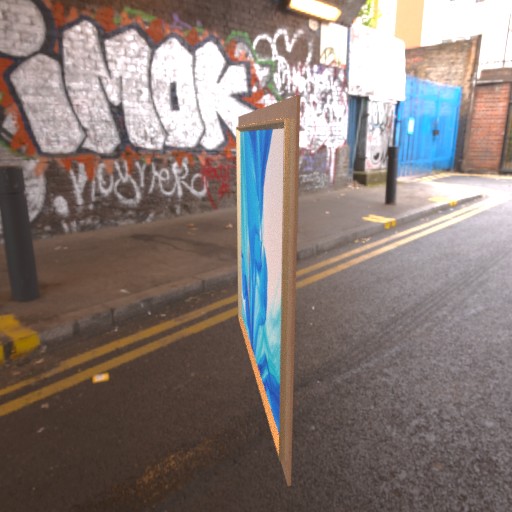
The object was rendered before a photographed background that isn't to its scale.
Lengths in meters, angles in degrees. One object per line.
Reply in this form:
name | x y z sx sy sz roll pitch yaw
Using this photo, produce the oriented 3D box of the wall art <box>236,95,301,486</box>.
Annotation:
wall art | 0.000 0.000 1.699 0.025 1.067 1.168 -2 15 -8
